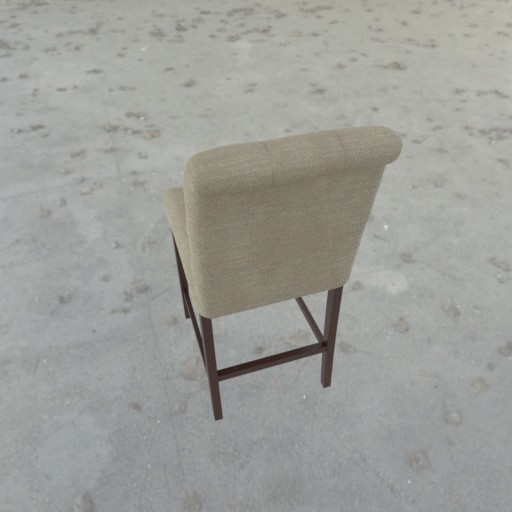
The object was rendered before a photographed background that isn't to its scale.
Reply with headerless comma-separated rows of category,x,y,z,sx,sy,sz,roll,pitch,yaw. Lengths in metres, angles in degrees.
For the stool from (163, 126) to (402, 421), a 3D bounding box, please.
stool,0.000,0.000,1.453,0.486,1.084,0.660,-12,43,-14
